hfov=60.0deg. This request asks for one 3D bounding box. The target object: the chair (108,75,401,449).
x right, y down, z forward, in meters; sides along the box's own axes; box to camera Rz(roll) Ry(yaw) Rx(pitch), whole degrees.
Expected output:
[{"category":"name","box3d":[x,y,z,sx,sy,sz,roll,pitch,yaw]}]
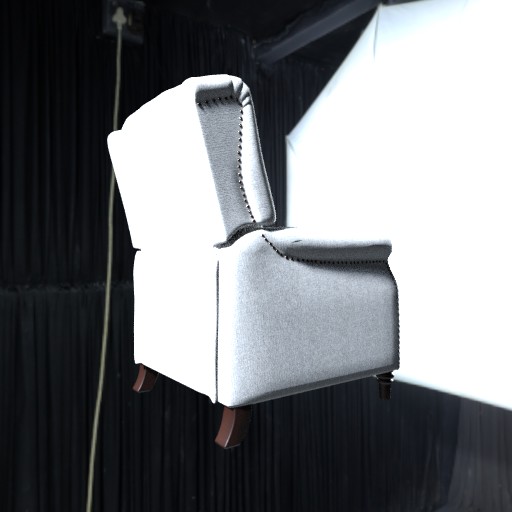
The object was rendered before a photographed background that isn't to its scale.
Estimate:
[{"category":"chair","box3d":[0.000,0.000,1.639,0.902,1.035,0.742,0,-1,-36]}]
